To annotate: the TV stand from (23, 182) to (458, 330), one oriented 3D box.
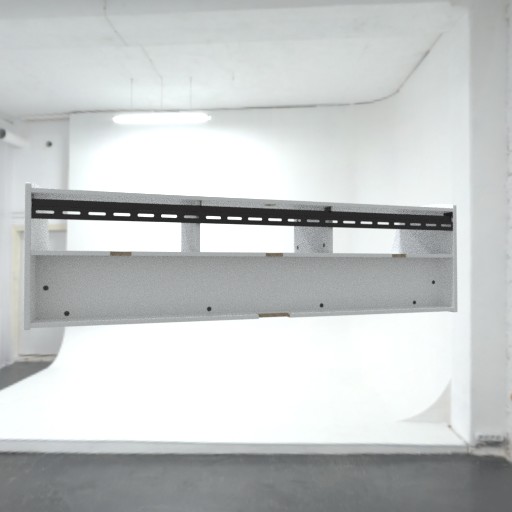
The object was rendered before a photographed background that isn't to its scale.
[{"bbox_3d":[0.000,0.000,1.638,1.473,0.424,0.397,0,-1,-18],"label":"TV stand"}]
